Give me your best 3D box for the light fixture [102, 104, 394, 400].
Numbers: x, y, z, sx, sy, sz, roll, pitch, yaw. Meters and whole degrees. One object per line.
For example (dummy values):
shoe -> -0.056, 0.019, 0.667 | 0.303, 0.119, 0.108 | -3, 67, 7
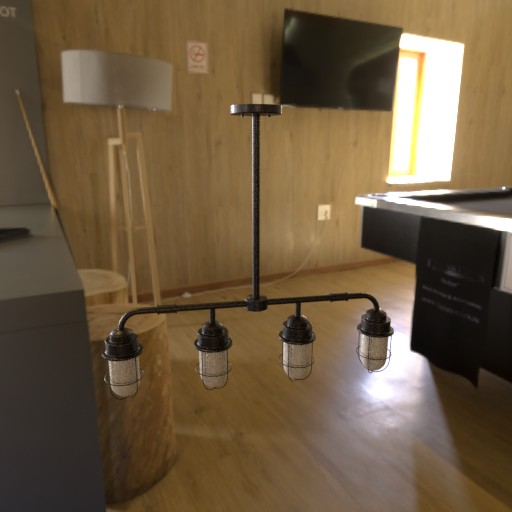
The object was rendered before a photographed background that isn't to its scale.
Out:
light fixture -> 0.000, 0.000, 1.222 | 0.852, 0.785, 0.131 | -3, 14, -11
